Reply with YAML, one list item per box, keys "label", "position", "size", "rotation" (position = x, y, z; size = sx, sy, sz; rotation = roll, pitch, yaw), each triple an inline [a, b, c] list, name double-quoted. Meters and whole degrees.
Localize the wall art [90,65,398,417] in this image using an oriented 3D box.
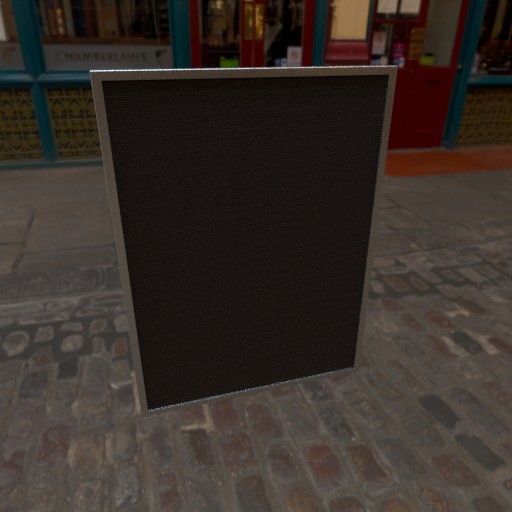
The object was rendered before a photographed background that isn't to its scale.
- label: "wall art"
  position: [0.000, 0.000, 1.356]
  size: [0.801, 1.062, 0.037]
  rotation: [-7, 27, -15]
